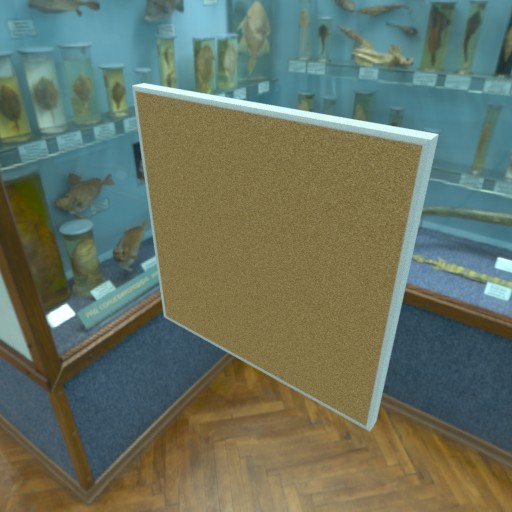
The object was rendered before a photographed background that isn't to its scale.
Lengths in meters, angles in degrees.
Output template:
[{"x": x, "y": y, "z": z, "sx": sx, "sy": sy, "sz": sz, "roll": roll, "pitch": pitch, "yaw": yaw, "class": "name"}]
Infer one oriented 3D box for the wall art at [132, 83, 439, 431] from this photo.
[{"x": 0.000, "y": 0.000, "z": 1.157, "sx": 0.768, "sy": 0.765, "sz": 0.041, "roll": 22, "pitch": 38, "yaw": 31, "class": "wall art"}]
